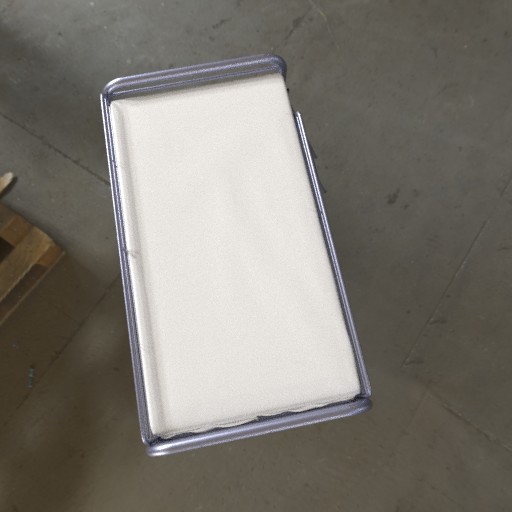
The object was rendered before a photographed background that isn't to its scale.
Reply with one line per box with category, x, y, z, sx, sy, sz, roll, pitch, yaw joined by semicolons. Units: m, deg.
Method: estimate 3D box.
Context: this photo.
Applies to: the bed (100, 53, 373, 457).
bed;0.000;0.000;2.831;1.415;1.288;1.965;-11;75;-3
